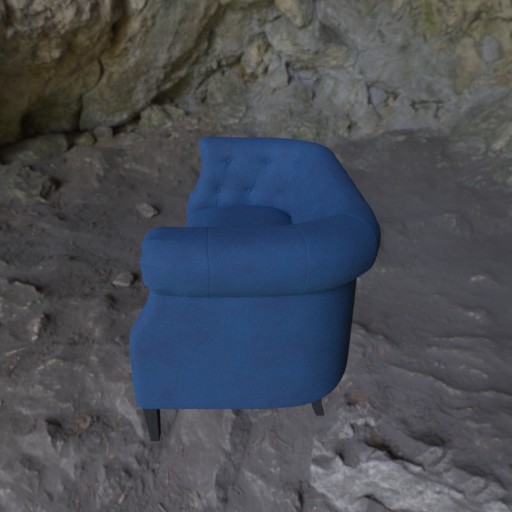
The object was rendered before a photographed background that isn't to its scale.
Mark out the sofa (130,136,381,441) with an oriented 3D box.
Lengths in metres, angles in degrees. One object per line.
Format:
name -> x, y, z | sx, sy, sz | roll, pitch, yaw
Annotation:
sofa -> 0.000, 0.000, 2.041 | 0.835, 0.827, 1.558 | 0, 26, 0
